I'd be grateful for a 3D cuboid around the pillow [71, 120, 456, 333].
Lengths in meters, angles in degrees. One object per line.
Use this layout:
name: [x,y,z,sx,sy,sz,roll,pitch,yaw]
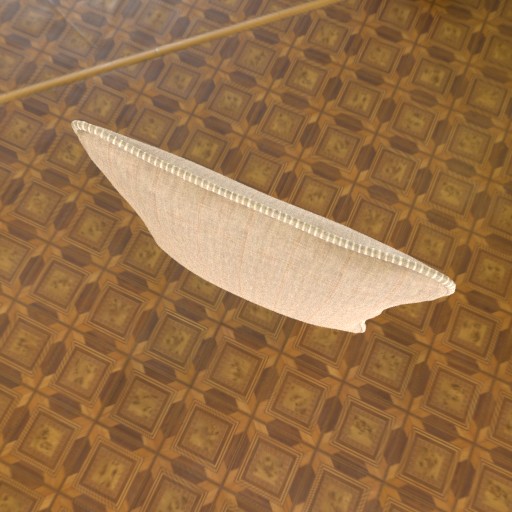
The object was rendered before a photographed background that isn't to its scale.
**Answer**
pillow: [0.000,0.000,0.723,0.485,0.494,0.124,24,76,6]
